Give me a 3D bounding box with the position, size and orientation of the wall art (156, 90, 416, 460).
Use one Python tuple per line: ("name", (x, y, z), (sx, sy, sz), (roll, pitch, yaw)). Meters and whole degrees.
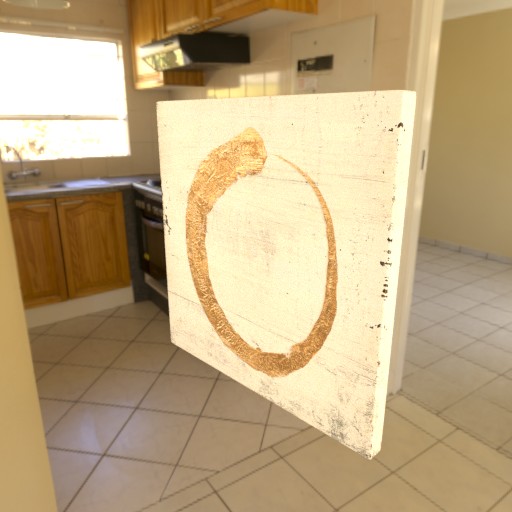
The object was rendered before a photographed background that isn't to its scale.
("wall art", (0.000, 0.000, 0.906), (0.040, 0.611, 0.610), (-16, 24, -42))
